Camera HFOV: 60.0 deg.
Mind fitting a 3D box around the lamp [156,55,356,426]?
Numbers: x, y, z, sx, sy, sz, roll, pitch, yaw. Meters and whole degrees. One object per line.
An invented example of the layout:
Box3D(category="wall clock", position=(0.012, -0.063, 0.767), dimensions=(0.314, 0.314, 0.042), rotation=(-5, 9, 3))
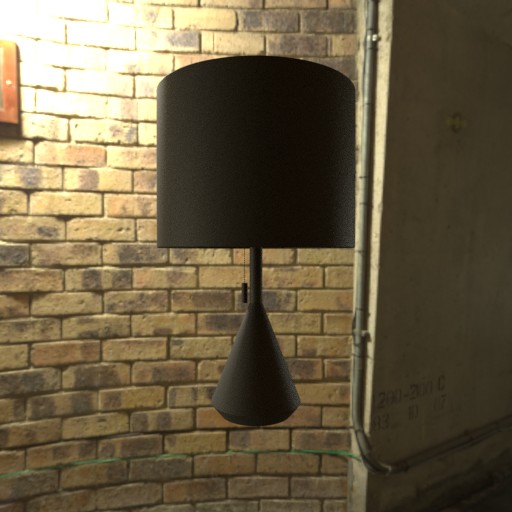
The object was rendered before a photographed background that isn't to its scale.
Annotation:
Box3D(category="lamp", position=(0.000, 0.000, 0.821), dimensions=(0.359, 0.584, 0.359), rotation=(0, 1, 17))
